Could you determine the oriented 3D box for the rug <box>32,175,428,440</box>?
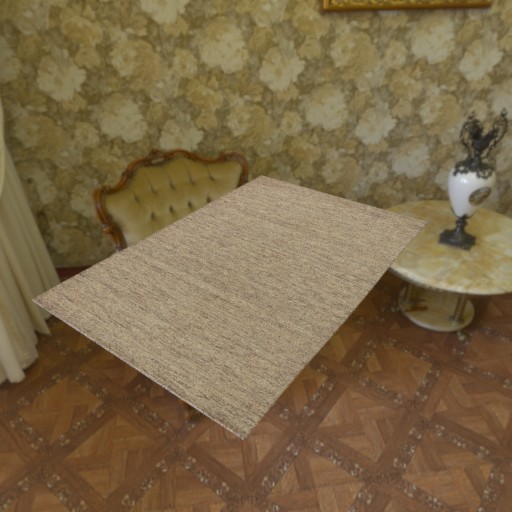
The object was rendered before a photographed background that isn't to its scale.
[{"bbox_3d":[0.000,0.000,2.950,1.547,0.013,2.283,22,39,30],"label":"rug"}]
